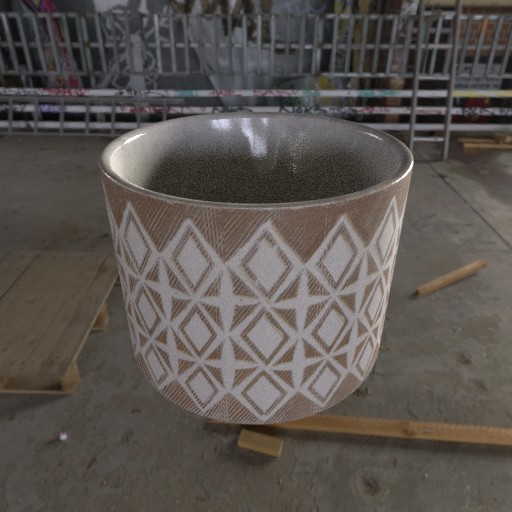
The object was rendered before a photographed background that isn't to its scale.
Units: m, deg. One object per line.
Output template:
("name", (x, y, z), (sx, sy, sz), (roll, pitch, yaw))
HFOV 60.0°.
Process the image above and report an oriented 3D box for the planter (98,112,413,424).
("planter", (0.000, 0.000, 0.325), (0.193, 0.165, 0.193), (0, 30, 0))
